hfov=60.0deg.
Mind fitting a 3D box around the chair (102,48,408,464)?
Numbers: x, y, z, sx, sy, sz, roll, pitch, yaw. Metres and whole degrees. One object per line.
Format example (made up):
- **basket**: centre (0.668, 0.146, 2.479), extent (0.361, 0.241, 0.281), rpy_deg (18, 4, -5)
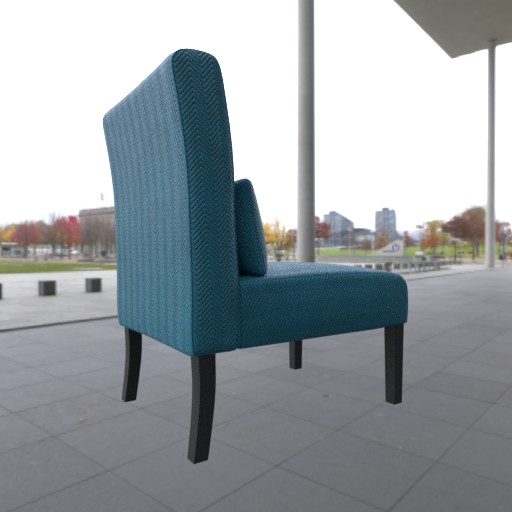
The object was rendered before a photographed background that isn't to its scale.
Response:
- **chair**: centre (0.000, 0.000, 1.401), extent (0.808, 0.927, 0.579), rpy_deg (0, 1, -34)
